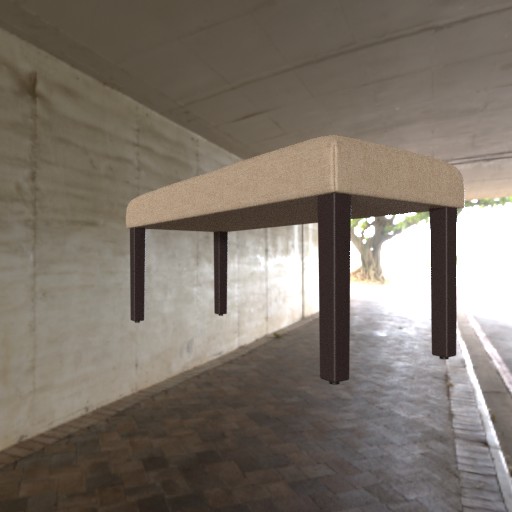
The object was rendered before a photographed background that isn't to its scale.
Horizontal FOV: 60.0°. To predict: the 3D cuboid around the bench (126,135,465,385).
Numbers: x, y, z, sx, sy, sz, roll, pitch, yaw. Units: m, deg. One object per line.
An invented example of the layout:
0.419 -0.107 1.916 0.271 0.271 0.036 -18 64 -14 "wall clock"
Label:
0.000 0.000 1.261 0.407 0.456 1.013 0 -1 -36 "bench"
